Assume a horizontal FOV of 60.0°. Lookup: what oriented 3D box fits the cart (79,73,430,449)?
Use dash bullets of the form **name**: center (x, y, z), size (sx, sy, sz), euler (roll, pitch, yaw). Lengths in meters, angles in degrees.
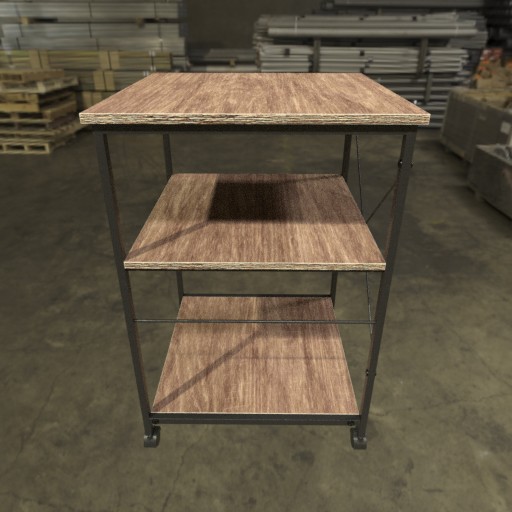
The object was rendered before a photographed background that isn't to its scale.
- **cart**: center (0.000, 0.000, 1.065), size (0.520, 0.762, 0.521), euler (0, 29, 1)
